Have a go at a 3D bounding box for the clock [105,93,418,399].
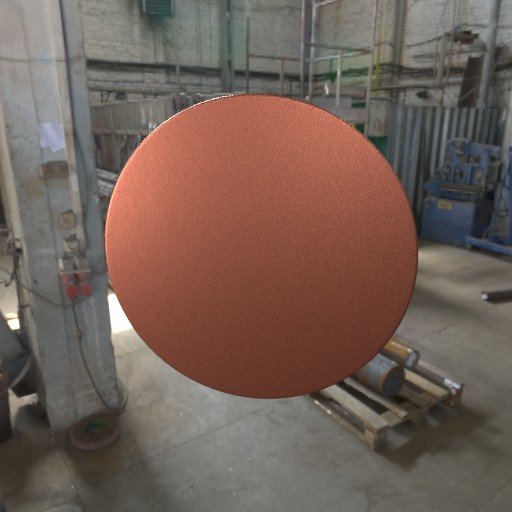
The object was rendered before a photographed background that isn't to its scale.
[{"bbox_3d":[0.000,0.000,0.457,0.313,0.313,0.040,3,17,9],"label":"clock"}]
